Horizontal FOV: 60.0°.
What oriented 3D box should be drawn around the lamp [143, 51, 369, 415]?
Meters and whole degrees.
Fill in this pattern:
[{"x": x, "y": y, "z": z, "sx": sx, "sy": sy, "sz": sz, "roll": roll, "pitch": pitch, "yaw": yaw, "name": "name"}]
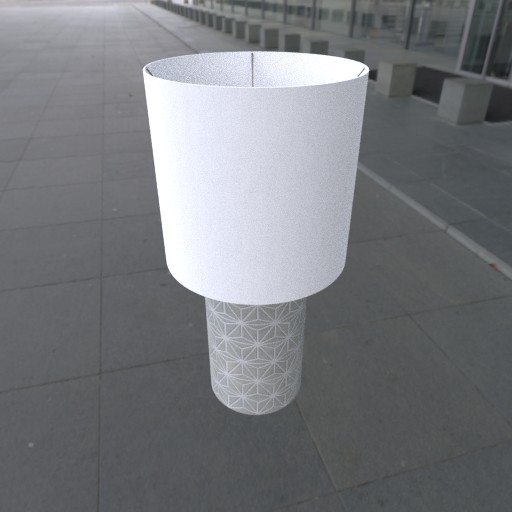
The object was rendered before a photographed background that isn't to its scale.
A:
[{"x": 0.000, "y": 0.000, "z": 0.522, "sx": 0.206, "sy": 0.416, "sz": 0.206, "roll": -1, "pitch": 31, "yaw": -1, "name": "lamp"}]
